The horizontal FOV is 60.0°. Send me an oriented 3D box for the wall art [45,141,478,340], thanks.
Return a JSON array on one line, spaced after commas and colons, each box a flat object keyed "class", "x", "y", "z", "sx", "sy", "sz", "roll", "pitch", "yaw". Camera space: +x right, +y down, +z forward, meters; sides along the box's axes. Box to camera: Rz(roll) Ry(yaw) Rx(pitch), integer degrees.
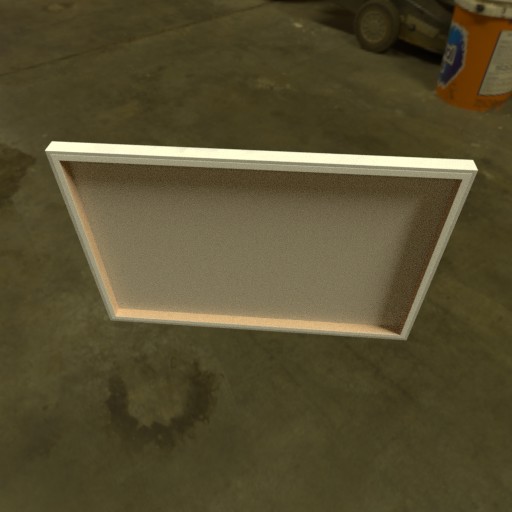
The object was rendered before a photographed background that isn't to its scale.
[{"class": "wall art", "x": 0.000, "y": 0.000, "z": 1.164, "sx": 0.915, "sy": 0.610, "sz": 0.038, "roll": 3, "pitch": 45, "yaw": 3}]
